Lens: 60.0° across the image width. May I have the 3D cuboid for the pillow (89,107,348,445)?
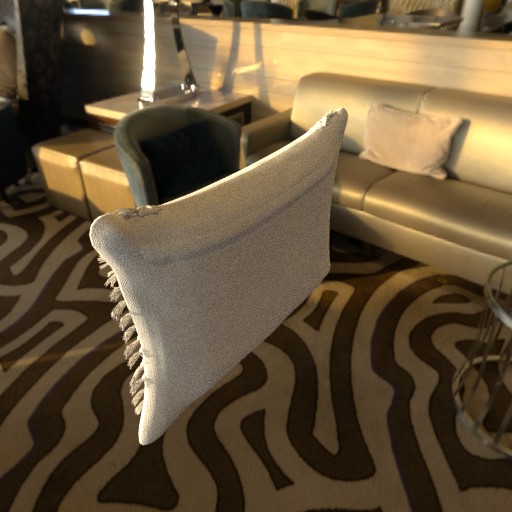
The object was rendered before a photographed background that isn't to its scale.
[{"bbox_3d":[0.000,0.000,0.597,0.084,0.305,0.466,21,38,30],"label":"pillow"}]
